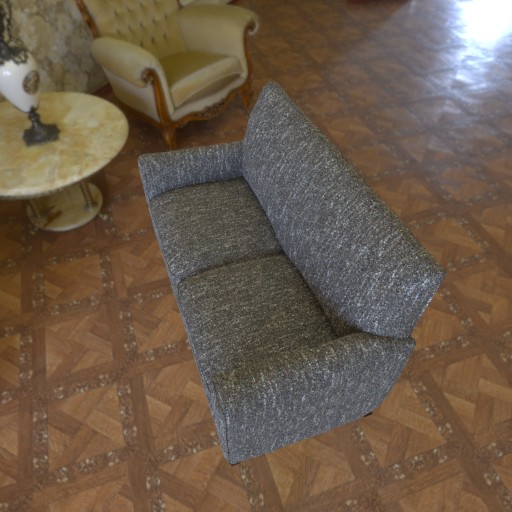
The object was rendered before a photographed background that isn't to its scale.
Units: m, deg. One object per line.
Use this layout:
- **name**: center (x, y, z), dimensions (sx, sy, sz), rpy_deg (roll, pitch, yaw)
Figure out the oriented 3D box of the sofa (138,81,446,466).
- **sofa**: center (0.000, 0.000, 2.065), dimensions (0.801, 0.946, 1.519), rpy_deg (-15, 48, -14)
